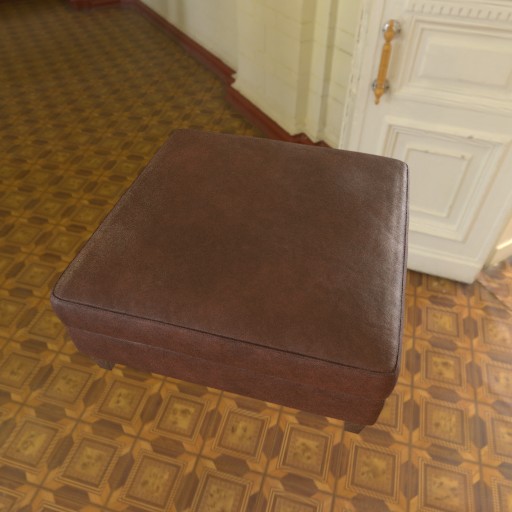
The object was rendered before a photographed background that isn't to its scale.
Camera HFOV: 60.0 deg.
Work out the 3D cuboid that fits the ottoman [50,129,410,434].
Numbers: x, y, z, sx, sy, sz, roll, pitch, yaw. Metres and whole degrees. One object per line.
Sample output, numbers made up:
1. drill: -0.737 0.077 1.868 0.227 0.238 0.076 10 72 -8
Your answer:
1. ottoman: 0.000 0.000 1.349 0.844 0.415 0.836 11 46 11
